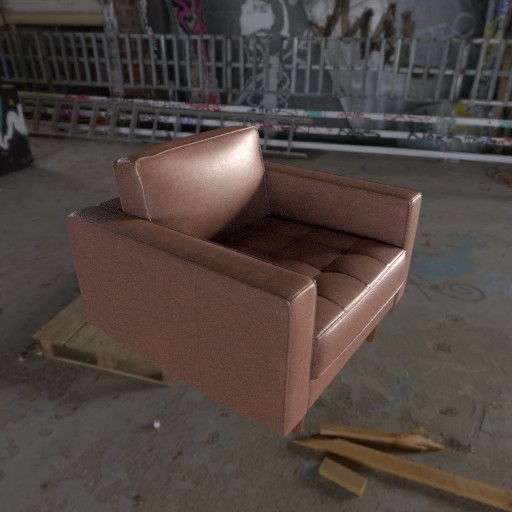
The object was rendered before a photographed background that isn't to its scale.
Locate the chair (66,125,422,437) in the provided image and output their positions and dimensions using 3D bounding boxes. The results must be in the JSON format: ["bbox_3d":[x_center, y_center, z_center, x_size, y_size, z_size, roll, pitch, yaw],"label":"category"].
[{"bbox_3d":[0.000,0.000,1.579,0.900,0.770,0.920,19,34,32],"label":"chair"}]
